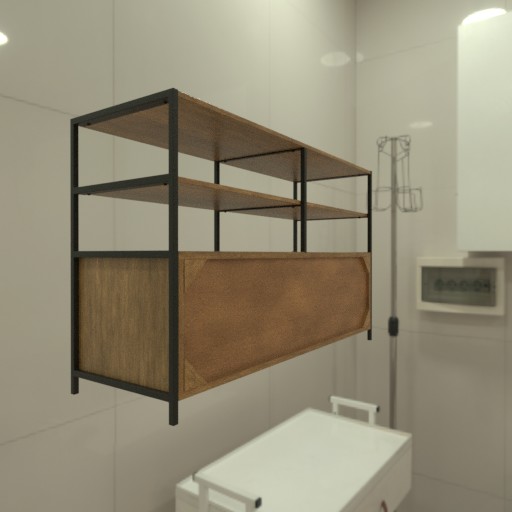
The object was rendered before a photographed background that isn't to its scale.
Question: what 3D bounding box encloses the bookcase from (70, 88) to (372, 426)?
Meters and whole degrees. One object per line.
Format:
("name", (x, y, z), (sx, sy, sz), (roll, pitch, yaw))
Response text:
("bookcase", (0.000, 0.000, 1.511), (0.391, 0.712, 1.149), (0, 0, 35))
